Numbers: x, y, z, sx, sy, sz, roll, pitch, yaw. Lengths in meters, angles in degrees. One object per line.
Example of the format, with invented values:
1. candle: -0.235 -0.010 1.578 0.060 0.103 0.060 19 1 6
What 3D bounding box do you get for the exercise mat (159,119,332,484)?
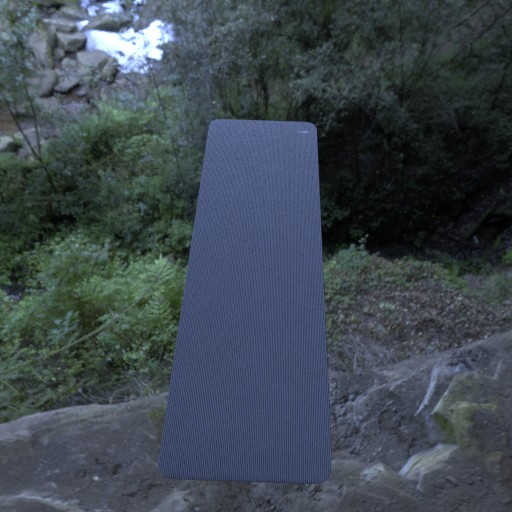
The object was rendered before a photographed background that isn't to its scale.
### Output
1. exercise mat: 0.000 0.000 2.057 0.616 0.021 1.884 2 57 1
